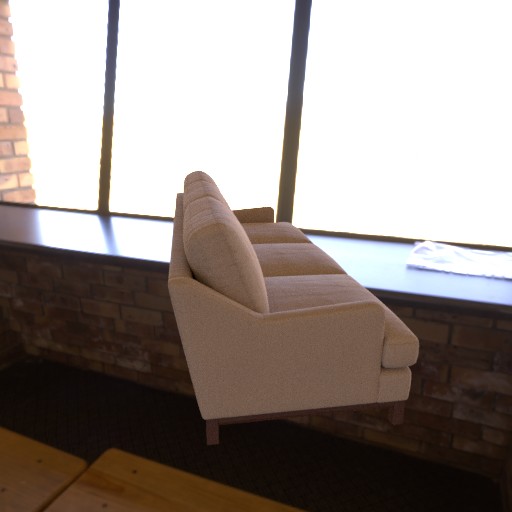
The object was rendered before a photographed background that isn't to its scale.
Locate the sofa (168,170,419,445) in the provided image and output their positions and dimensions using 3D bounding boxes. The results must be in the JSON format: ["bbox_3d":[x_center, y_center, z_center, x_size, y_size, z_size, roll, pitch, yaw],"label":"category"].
[{"bbox_3d":[0.000,0.000,2.798,1.000,0.913,2.321,-3,16,-9],"label":"sofa"}]
